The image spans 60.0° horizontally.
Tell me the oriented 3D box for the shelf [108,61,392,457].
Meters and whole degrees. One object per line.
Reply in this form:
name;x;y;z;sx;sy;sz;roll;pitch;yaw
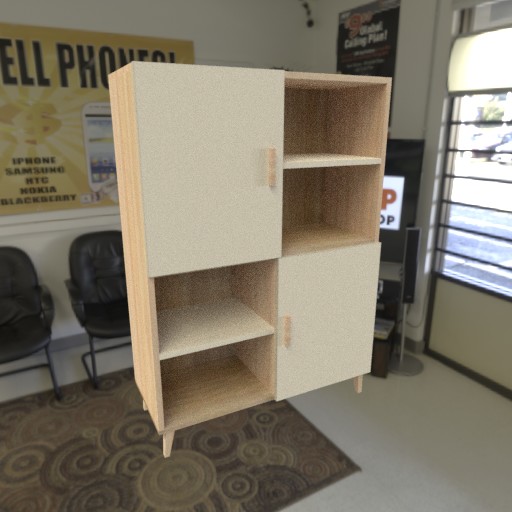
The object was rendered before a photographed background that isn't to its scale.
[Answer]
shelf;0.000;0.000;1.855;0.995;1.405;0.434;-8;19;-26
